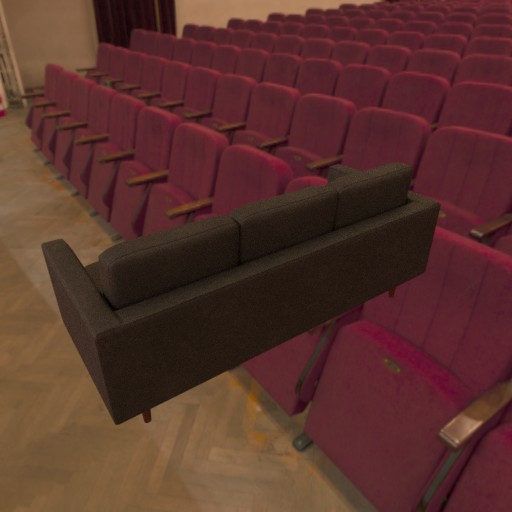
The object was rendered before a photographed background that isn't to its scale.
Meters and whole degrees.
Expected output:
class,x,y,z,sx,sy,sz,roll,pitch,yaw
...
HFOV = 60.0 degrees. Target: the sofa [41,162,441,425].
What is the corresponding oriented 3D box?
class,x,y,z,sx,sy,sz,roll,pitch,yaw
sofa,0.000,0.000,2.506,2.029,0.899,0.879,-20,36,-29
